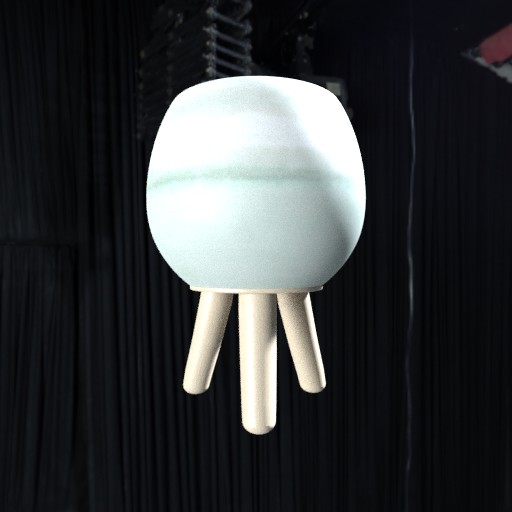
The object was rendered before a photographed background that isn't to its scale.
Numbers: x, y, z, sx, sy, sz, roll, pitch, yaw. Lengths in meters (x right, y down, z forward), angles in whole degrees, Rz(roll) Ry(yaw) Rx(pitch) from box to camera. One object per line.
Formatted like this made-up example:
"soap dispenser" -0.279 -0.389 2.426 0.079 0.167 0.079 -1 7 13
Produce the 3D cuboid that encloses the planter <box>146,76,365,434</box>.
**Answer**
"planter" 0.000 0.000 0.336 0.161 0.224 0.161 0 0 0
